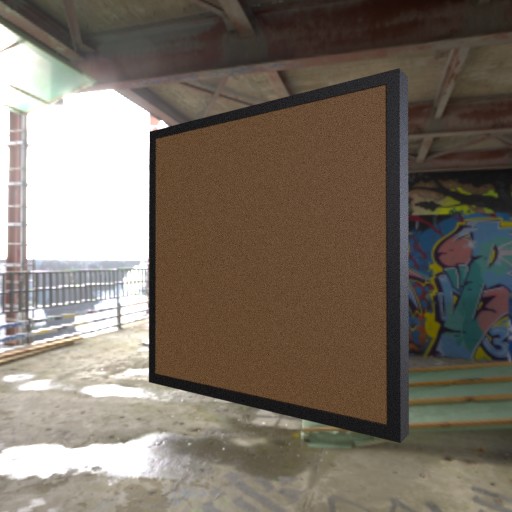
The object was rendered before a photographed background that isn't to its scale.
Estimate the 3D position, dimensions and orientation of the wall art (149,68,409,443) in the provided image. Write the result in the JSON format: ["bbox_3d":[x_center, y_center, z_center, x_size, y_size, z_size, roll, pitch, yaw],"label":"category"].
[{"bbox_3d":[0.000,0.000,0.761,0.506,0.506,0.037,0,-1,36],"label":"wall art"}]
